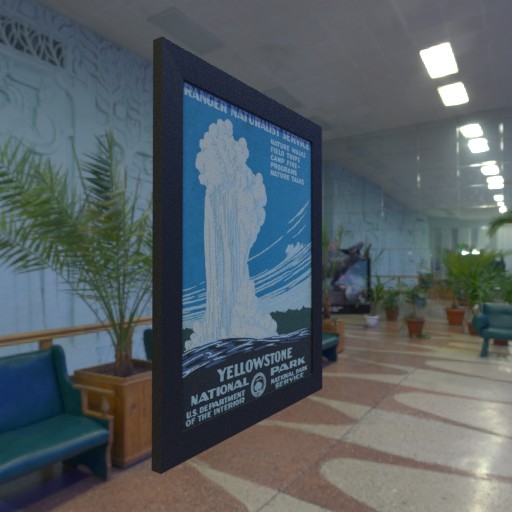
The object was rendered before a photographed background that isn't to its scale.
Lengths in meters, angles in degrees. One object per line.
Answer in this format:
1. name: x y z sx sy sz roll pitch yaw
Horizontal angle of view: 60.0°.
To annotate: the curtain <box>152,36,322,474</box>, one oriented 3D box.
1. curtain: 0.000 0.000 0.798 0.027 0.585 0.483 -1 -1 34
